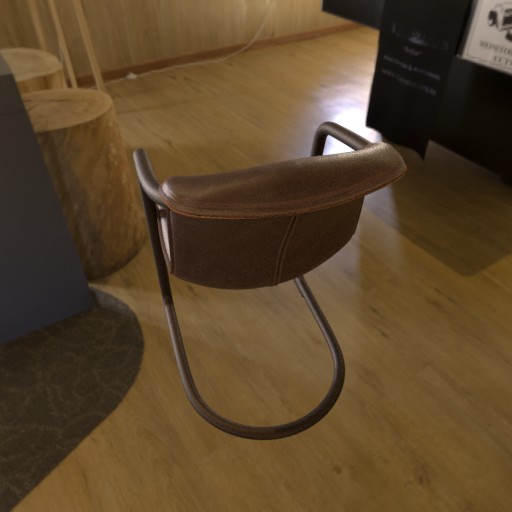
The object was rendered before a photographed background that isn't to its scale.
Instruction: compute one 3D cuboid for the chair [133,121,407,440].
[{"bbox_3d":[0.000,0.000,1.218,0.536,0.836,0.664,-12,43,-13],"label":"chair"}]
